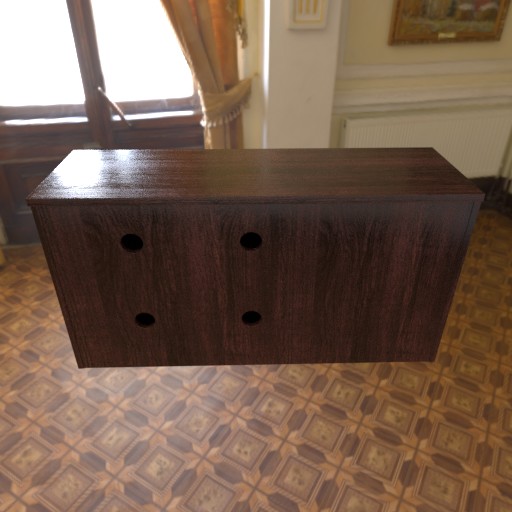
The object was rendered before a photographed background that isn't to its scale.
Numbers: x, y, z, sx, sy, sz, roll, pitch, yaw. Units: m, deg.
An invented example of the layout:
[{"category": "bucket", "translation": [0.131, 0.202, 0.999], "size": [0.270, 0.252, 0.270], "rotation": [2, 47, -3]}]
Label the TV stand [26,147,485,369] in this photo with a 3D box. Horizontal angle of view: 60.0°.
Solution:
[{"category": "TV stand", "translation": [0.000, 0.000, 1.481], "size": [1.192, 0.614, 0.404], "rotation": [-1, 32, -1]}]
